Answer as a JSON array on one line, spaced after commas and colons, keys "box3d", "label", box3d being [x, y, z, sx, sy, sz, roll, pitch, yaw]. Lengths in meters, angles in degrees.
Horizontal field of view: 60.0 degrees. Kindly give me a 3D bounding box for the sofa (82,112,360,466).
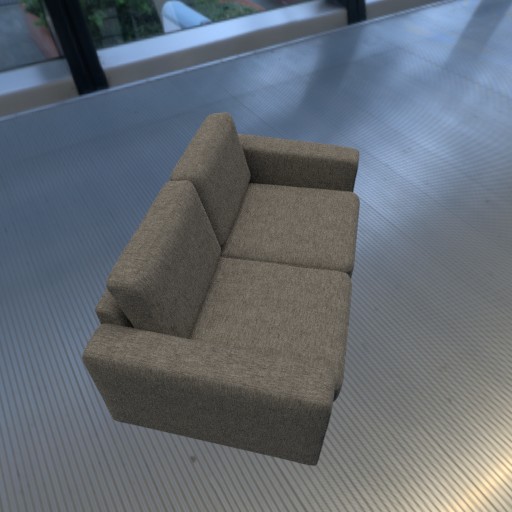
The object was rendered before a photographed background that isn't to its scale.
[{"box3d": [0.000, 0.000, 2.046, 0.900, 0.800, 1.520, 9, 46, 9], "label": "sofa"}]
